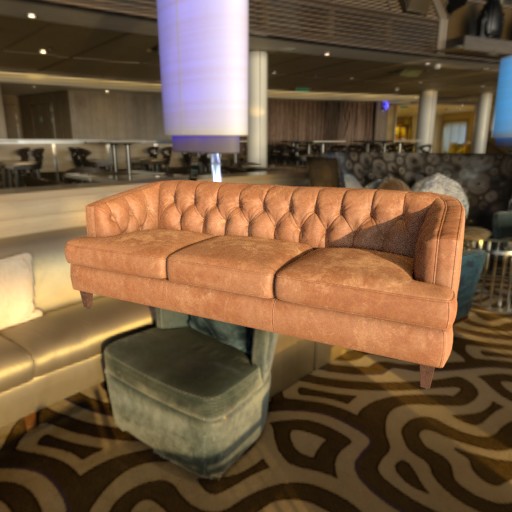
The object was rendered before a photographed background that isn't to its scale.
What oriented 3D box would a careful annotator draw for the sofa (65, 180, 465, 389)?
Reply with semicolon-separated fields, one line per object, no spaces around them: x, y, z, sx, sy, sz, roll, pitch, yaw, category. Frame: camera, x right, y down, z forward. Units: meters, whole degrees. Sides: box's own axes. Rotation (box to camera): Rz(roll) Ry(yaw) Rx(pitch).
0.000;0.000;2.646;2.257;0.791;0.922;7;16;27;sofa
